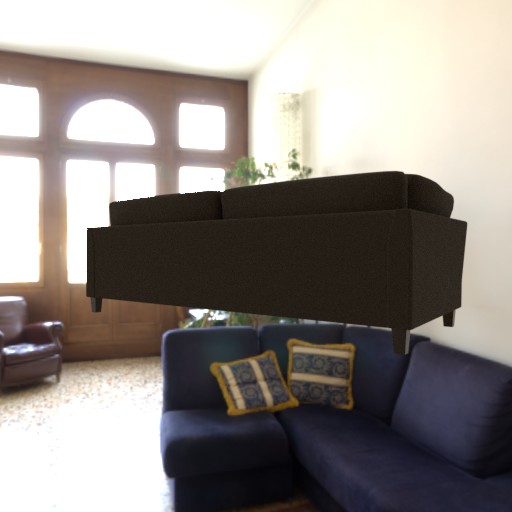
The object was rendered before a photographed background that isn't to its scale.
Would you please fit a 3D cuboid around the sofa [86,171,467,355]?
[{"bbox_3d":[0.000,0.000,2.826,2.312,0.792,0.969,0,1,36],"label":"sofa"}]
